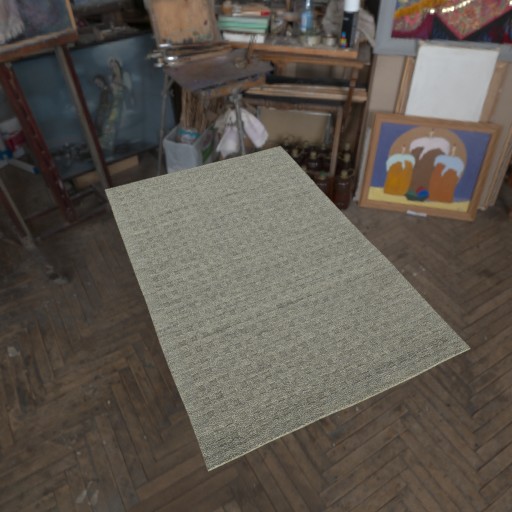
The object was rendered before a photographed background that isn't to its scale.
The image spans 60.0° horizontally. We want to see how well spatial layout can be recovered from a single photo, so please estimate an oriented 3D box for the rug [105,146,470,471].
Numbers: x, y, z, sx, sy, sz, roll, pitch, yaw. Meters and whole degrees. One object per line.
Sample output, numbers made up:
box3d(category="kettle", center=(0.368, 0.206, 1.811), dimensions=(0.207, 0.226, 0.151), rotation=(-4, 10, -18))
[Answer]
box3d(category="rug", center=(0.000, 0.000, 2.929), dimensions=(1.532, 0.018, 2.297), rotation=(-18, 48, -17))
